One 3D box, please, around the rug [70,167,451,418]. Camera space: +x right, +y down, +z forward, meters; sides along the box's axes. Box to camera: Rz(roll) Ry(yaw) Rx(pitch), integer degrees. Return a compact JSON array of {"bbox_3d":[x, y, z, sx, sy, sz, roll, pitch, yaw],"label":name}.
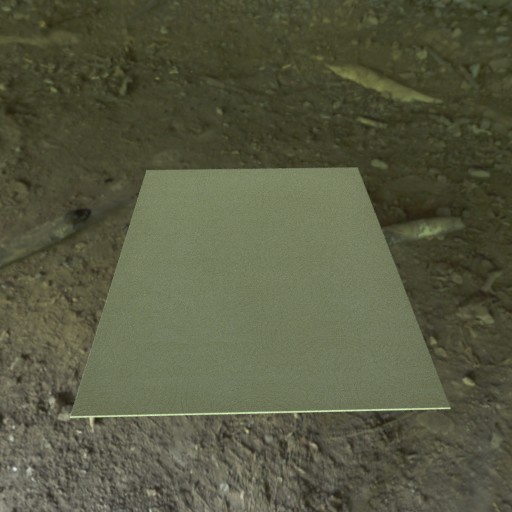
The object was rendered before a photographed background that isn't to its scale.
[{"bbox_3d":[0.000,0.000,3.377,2.073,0.011,2.584,-1,41,-1],"label":"rug"}]
